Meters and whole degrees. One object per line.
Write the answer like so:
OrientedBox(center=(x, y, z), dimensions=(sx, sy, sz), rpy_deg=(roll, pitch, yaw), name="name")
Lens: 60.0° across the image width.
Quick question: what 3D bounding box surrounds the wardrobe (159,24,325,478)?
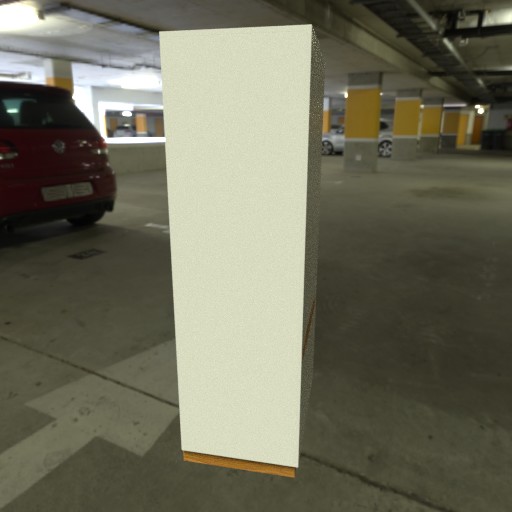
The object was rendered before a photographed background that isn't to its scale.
OrientedBox(center=(0.000, 0.000, 2.370), dimensions=(0.600, 2.040, 0.860), rpy_deg=(3, 16, 11), name="wardrobe")
